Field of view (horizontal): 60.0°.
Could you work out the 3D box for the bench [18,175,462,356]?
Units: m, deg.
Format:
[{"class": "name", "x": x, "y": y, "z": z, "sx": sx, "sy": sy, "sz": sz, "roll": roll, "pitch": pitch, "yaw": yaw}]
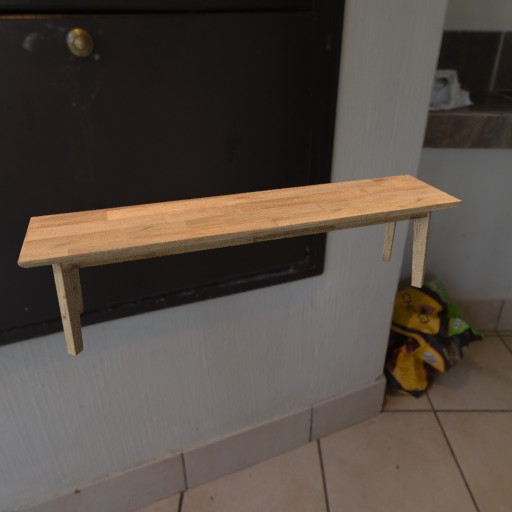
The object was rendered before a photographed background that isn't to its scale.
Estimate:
[{"class": "bench", "x": 0.000, "y": 0.000, "z": 1.883, "sx": 1.698, "sy": 0.431, "sz": 0.378, "roll": -9, "pitch": 29, "yaw": -16}]
